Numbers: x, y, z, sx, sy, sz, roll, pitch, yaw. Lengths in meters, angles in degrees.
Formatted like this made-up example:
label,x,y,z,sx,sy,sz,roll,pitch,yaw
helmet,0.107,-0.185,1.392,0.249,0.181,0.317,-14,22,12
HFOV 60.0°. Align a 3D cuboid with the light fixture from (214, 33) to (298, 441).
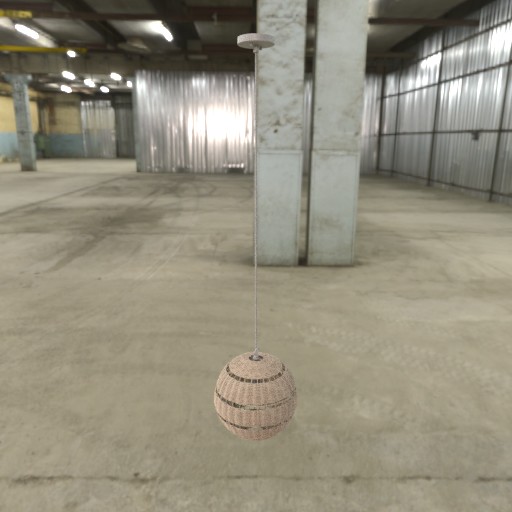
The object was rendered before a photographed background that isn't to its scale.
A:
label,x,y,z,sx,sy,sz,roll,pitch,yaw
light fixture,0.000,0.000,2.235,0.457,2.019,0.457,7,16,26
